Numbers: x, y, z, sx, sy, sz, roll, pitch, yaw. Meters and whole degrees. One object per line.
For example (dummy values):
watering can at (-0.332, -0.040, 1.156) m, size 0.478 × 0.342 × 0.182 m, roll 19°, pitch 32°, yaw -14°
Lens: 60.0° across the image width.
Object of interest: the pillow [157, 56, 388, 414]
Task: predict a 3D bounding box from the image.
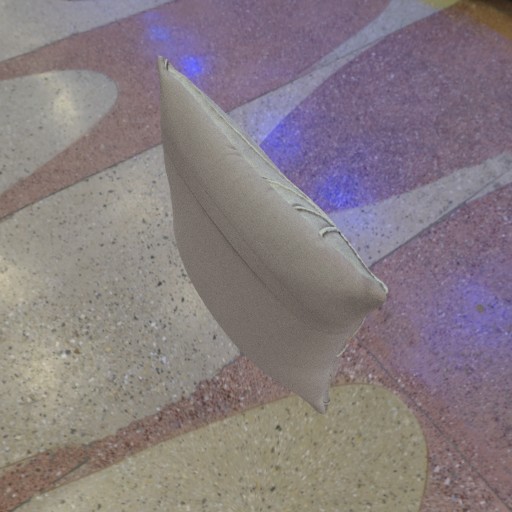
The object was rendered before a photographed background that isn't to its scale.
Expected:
pillow at (0.000, 0.000, 0.669) m, size 0.185 × 0.440 × 0.439 m, roll -31°, pitch 64°, yaw -17°
